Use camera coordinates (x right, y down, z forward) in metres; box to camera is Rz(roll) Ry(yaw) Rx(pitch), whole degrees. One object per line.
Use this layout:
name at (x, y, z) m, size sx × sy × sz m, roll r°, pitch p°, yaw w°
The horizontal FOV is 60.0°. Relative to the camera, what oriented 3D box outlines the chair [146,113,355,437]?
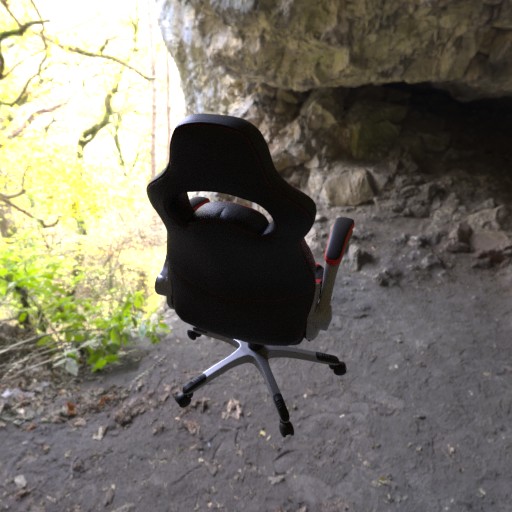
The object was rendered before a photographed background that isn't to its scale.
chair at (0.000, 0.000, 1.638) m, size 0.758 × 1.165 × 0.712 m, roll 10°, pitch 33°, yaw 16°
